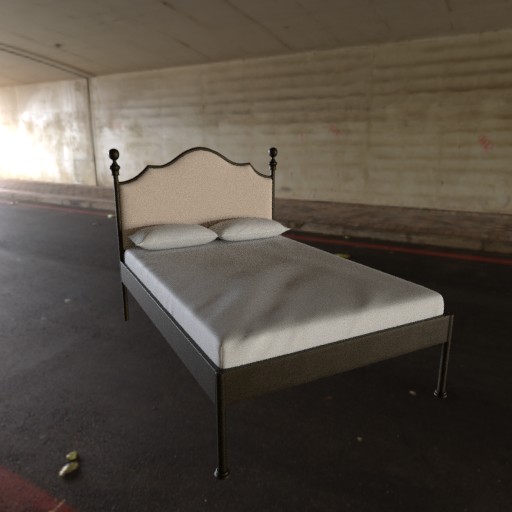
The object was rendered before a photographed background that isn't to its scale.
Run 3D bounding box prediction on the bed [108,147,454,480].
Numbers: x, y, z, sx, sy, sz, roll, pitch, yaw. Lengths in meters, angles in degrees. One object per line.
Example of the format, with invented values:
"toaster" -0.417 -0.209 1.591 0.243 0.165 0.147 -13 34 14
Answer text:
"bed" 0.000 0.000 3.102 1.533 1.462 2.170 -7 16 -27
